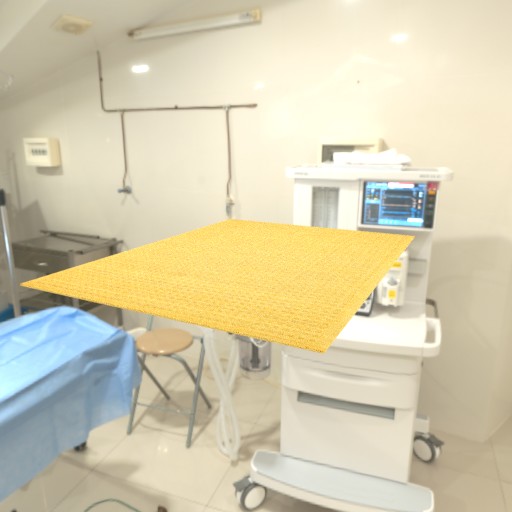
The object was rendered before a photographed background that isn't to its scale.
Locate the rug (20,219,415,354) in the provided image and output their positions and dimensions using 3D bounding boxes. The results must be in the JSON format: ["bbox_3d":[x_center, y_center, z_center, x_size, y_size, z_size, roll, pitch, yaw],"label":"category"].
[{"bbox_3d":[0.000,0.000,4.312,2.486,0.015,3.242,8,17,26],"label":"rug"}]
